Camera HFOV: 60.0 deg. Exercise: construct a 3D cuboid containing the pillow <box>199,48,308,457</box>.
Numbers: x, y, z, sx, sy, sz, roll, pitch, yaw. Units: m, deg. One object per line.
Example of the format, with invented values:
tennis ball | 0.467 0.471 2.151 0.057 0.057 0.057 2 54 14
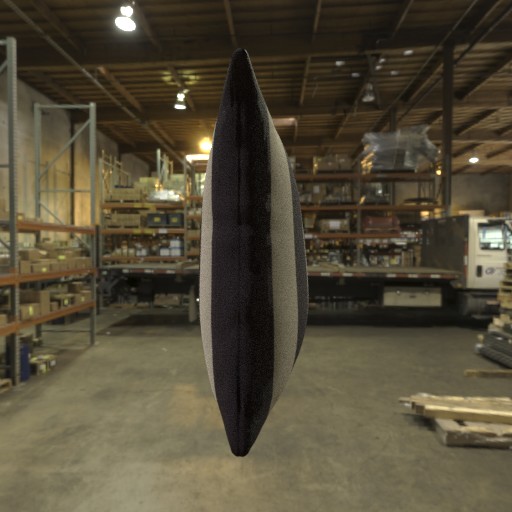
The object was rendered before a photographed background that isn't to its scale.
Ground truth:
pillow | 0.000 0.000 0.811 0.189 0.526 0.536 0 1 2
